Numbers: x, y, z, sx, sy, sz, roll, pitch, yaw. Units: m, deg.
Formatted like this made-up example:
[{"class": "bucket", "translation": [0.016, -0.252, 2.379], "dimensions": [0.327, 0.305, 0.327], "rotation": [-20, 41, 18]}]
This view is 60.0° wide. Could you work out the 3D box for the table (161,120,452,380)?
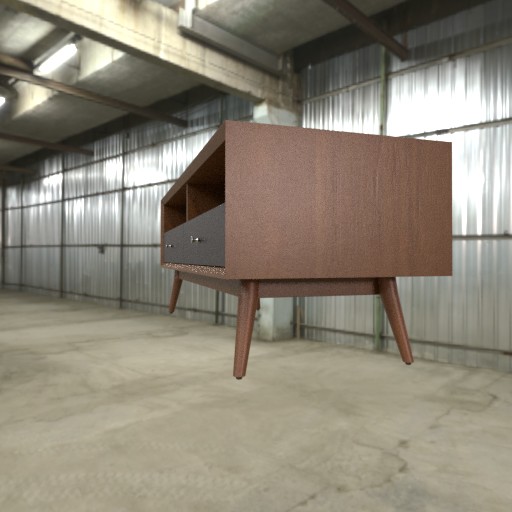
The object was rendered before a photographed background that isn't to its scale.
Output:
[{"class": "table", "translation": [0.000, 0.000, 1.369], "dimensions": [0.490, 0.464, 1.119], "rotation": [0, 0, -18]}]
